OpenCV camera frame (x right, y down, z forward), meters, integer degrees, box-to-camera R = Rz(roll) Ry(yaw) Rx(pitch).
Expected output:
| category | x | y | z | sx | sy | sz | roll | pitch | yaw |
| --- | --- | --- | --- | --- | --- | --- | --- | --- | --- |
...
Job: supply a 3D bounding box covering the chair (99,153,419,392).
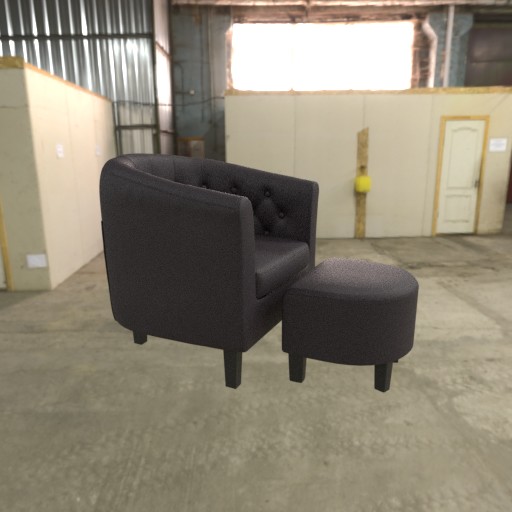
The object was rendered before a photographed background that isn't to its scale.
| category | x | y | z | sx | sy | sz | roll | pitch | yaw |
| --- | --- | --- | --- | --- | --- | --- | --- | --- | --- |
| chair | 0.000 | 0.000 | 1.702 | 1.191 | 0.760 | 0.763 | 7 | 16 | 25 |
